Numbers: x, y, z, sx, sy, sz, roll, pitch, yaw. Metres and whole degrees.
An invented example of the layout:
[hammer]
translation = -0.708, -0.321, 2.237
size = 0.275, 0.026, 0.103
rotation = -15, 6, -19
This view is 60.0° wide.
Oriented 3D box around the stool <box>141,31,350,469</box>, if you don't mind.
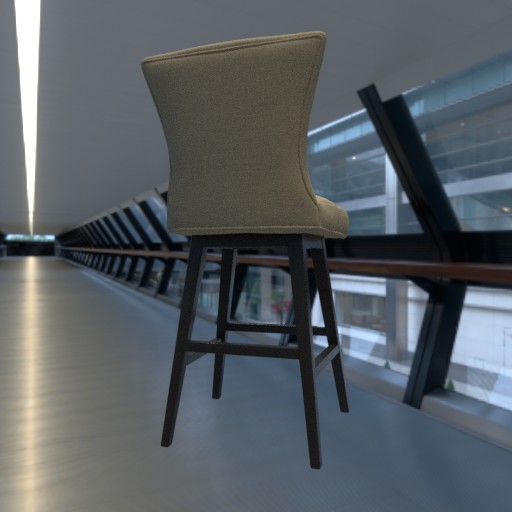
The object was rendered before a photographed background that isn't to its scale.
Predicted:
[stool]
translation = 0.000, 0.000, 1.363
size = 0.514, 1.086, 0.574
rotation = 0, 0, 18
